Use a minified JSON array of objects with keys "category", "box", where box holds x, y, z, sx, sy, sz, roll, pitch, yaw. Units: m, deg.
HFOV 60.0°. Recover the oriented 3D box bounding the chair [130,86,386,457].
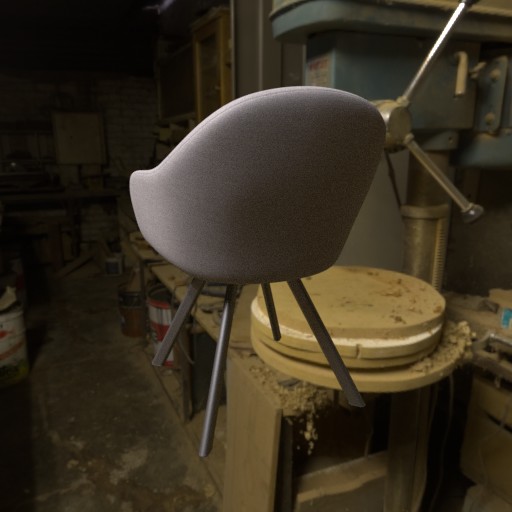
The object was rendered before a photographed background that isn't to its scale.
[{"category":"chair","box":[0.000,0.000,1.153,0.540,0.780,0.570,-7,16,-25]}]
